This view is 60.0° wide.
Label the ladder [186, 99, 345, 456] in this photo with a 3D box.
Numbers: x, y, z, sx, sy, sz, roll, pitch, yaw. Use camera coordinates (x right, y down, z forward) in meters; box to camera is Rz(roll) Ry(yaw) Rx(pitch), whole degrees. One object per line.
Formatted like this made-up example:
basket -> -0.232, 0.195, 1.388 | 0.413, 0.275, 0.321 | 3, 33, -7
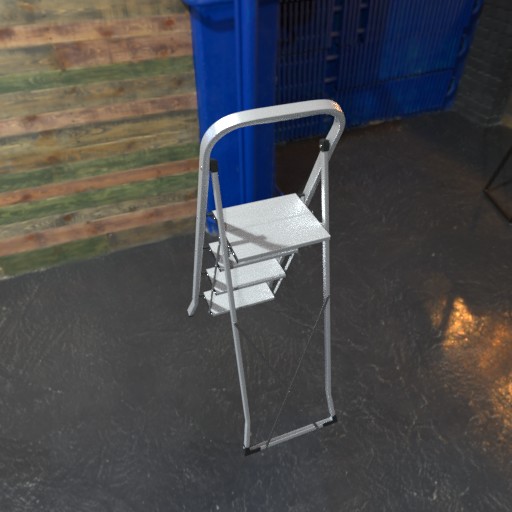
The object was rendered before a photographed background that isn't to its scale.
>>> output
ladder -> 0.000, 0.000, 1.668 | 0.465, 1.290, 0.830 | -14, 42, -16
